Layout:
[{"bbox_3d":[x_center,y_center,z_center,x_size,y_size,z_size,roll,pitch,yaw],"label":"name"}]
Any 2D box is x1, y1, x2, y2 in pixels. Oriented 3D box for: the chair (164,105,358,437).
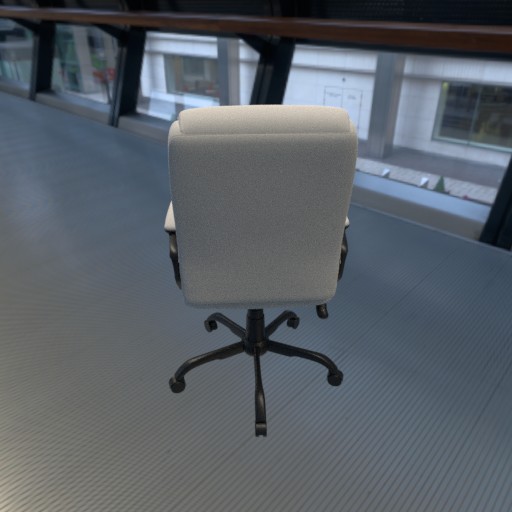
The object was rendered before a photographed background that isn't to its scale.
[{"bbox_3d":[0.000,0.000,1.481,0.663,1.065,0.669,-2,29,-3],"label":"chair"}]
